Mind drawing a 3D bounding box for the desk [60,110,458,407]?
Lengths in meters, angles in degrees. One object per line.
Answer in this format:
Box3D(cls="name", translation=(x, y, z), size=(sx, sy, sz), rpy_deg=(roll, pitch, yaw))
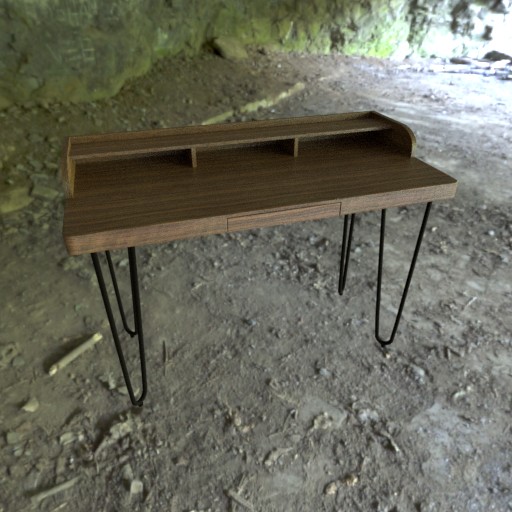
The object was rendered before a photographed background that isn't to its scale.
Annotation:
Box3D(cls="desk", translation=(0.000, 0.000, 1.664), size=(1.200, 0.854, 0.565), rpy_deg=(-10, 33, -15))
